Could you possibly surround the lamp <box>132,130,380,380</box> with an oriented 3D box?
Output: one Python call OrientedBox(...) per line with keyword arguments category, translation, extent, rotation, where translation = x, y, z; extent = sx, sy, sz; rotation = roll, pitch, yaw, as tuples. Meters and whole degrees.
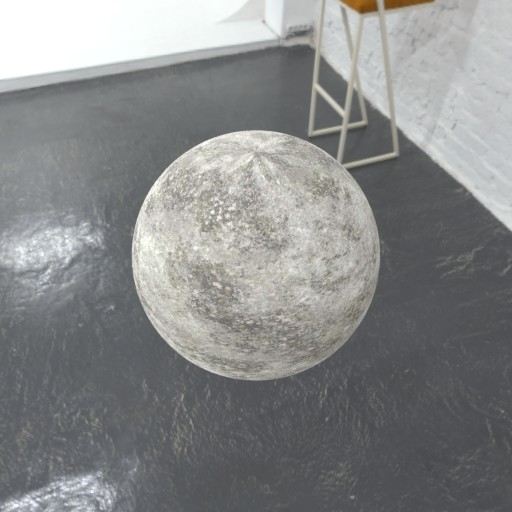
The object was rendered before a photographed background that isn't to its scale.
OrientedBox(category="lamp", translation=(0.000, 0.000, 0.782), extent=(0.422, 0.429, 0.422), rotation=(0, 46, 0))
